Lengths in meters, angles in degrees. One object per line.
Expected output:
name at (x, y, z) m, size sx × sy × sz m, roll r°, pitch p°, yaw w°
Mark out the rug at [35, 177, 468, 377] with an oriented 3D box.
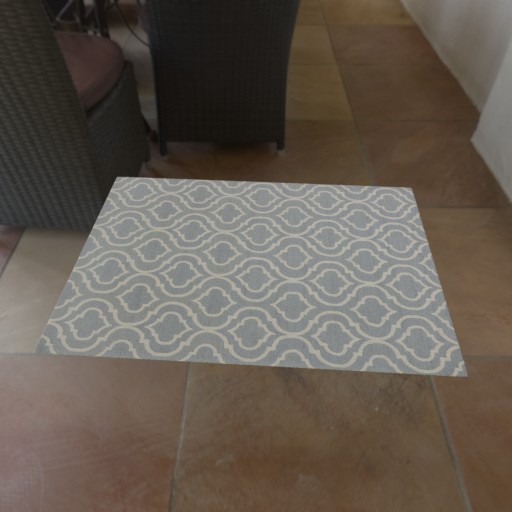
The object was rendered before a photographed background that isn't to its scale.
rug at (0.000, 0.000, 2.622) m, size 2.080 × 0.010 × 1.451 m, roll 3°, pitch 46°, yaw 2°
